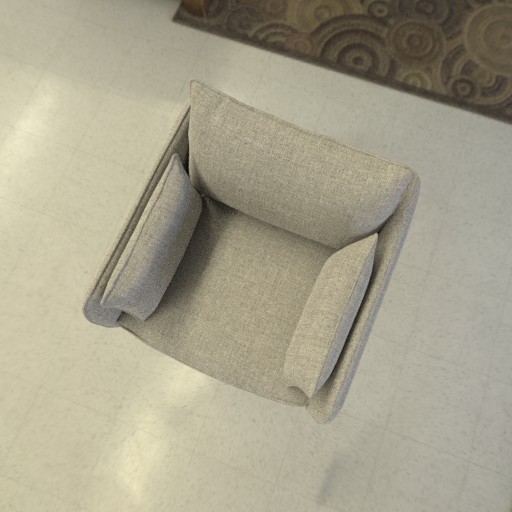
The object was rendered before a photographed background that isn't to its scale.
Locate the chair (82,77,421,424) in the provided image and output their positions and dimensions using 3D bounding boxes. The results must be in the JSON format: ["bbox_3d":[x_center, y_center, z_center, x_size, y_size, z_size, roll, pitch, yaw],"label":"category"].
[{"bbox_3d":[0.000,0.000,1.732,0.993,0.839,0.976,22,77,6],"label":"chair"}]
